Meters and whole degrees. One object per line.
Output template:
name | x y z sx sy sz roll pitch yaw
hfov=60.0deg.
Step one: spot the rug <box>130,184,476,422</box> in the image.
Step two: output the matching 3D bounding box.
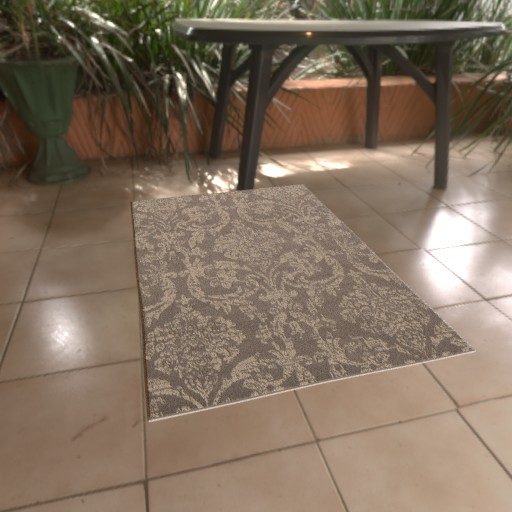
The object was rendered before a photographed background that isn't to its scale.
rug | 0.000 0.000 2.282 1.206 0.012 1.824 -8 31 -13
